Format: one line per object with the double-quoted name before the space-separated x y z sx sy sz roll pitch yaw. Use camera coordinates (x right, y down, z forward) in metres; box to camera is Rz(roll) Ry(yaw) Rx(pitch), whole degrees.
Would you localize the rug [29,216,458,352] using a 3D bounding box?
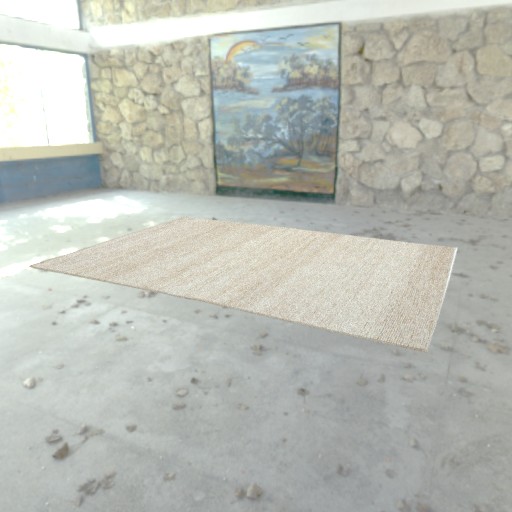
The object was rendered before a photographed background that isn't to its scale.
"rug" 0.000 0.000 2.842 2.283 0.030 1.596 9 19 26
